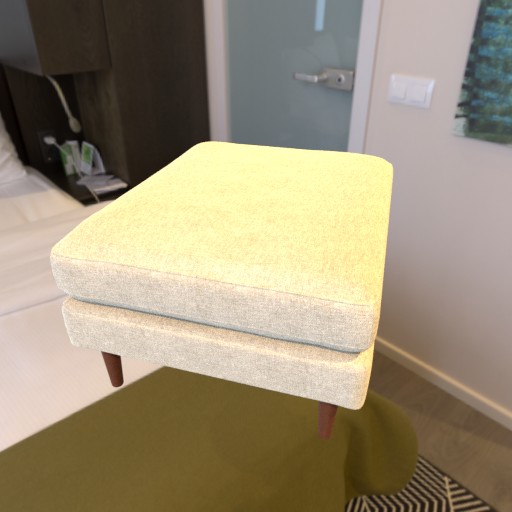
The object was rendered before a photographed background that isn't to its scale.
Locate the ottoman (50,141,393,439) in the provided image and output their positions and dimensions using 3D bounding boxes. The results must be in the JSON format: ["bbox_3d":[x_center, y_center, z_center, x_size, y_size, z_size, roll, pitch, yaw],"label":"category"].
[{"bbox_3d":[0.000,0.000,1.263,0.693,0.474,0.821,9,32,14],"label":"ottoman"}]
